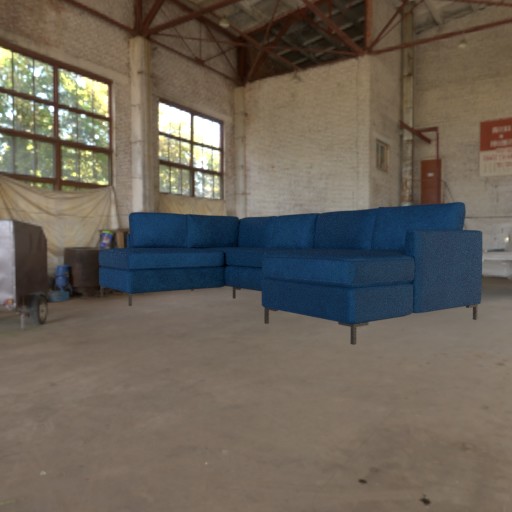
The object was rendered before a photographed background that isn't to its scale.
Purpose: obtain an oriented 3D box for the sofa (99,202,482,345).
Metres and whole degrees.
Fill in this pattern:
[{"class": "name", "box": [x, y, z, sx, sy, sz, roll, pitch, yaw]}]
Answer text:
[{"class": "sofa", "box": [0.000, 0.000, 4.348, 2.055, 0.992, 3.434, -1, 2, -36]}]
